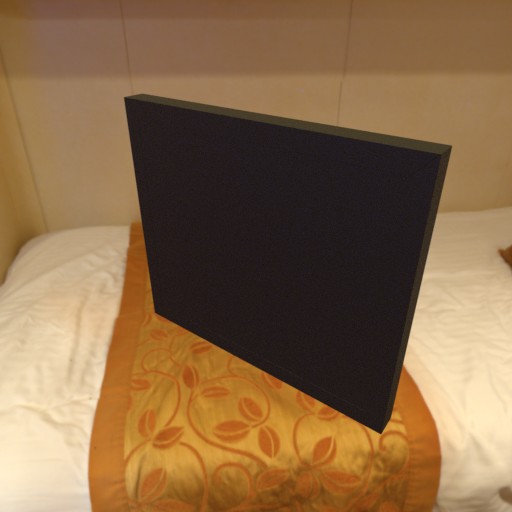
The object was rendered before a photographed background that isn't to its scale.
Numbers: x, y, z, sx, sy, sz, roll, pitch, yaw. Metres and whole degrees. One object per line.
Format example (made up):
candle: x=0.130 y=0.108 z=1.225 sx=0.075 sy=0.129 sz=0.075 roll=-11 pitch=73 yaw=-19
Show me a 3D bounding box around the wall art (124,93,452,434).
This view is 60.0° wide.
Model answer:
wall art: x=0.000 y=0.000 z=0.536 sx=0.381 sy=0.330 sz=0.029 roll=21 pitch=36 yaw=31
